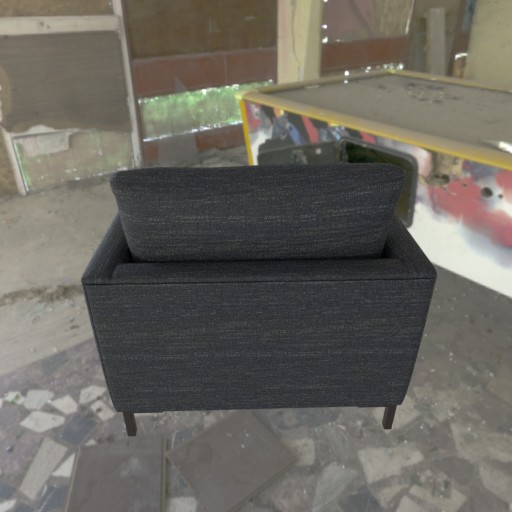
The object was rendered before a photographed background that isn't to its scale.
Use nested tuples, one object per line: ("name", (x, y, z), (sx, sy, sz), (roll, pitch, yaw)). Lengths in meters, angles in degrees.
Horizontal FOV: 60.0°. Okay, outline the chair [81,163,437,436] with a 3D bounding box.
("chair", (0.000, 0.000, 1.606), (0.963, 0.861, 0.866), (-1, 30, -2))
